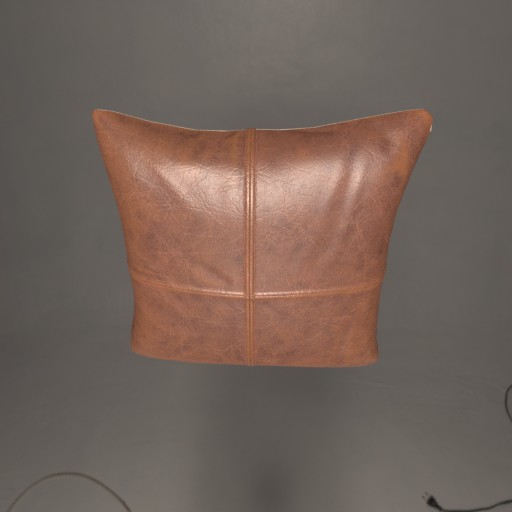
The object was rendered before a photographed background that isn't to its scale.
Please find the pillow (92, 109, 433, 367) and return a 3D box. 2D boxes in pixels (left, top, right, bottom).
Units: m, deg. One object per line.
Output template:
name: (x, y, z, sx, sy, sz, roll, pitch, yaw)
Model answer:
pillow: (0.000, 0.000, 0.724, 0.484, 0.470, 0.192, 1, 32, 2)
